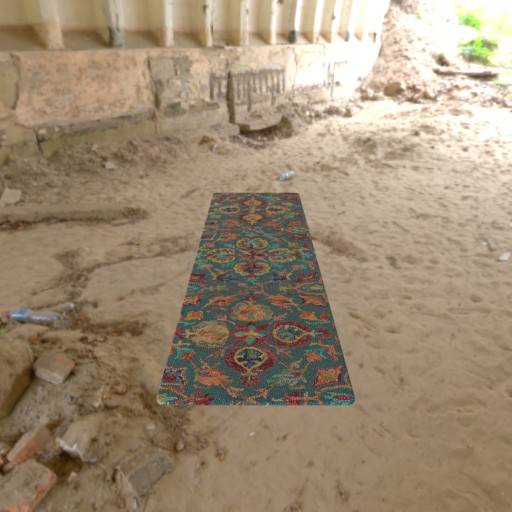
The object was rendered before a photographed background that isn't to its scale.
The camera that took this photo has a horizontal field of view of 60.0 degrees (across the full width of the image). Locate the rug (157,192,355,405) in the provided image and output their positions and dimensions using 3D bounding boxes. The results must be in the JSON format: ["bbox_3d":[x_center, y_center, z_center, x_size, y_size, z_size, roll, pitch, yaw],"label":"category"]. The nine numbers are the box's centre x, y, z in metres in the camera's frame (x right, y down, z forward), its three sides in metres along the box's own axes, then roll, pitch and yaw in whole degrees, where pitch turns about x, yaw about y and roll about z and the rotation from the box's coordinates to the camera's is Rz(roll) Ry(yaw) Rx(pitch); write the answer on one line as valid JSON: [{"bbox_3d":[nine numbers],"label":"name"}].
[{"bbox_3d":[0.000,0.000,2.530,0.686,0.013,2.286,0,26,0],"label":"rug"}]
